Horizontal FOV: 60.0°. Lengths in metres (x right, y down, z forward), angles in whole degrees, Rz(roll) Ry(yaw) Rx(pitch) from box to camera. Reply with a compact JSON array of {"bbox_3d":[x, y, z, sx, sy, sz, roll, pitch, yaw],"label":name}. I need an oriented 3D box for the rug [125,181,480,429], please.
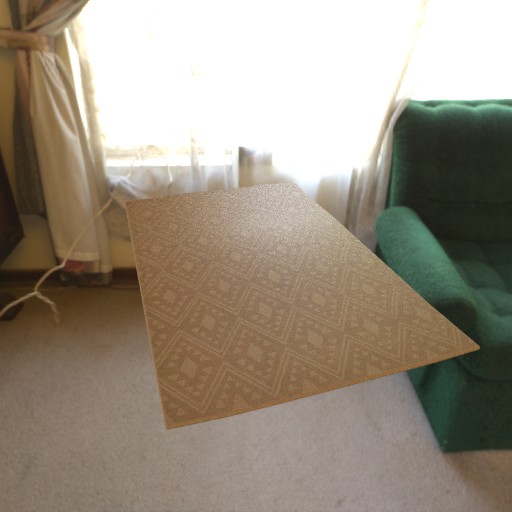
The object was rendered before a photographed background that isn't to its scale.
[{"bbox_3d":[0.000,0.000,2.976,1.553,0.053,2.430,-9,32,-16],"label":"rug"}]
